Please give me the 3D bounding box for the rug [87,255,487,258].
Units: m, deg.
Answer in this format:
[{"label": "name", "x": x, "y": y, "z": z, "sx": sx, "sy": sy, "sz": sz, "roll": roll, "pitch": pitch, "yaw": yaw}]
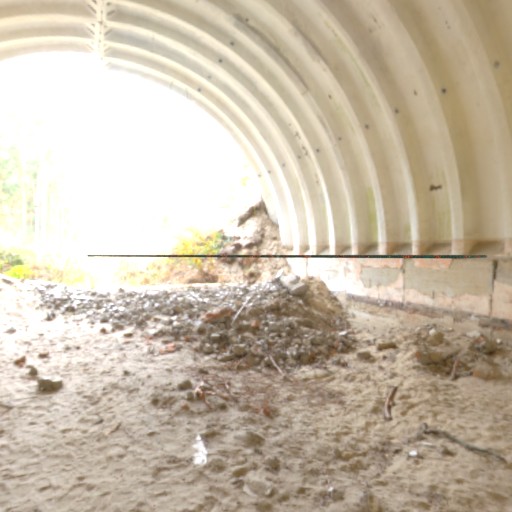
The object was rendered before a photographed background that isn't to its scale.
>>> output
[{"label": "rug", "x": 0.000, "y": 0.000, "z": 2.542, "sx": 2.286, "sy": 0.013, "sz": 0.686, "roll": 0, "pitch": 0, "yaw": 35}]
